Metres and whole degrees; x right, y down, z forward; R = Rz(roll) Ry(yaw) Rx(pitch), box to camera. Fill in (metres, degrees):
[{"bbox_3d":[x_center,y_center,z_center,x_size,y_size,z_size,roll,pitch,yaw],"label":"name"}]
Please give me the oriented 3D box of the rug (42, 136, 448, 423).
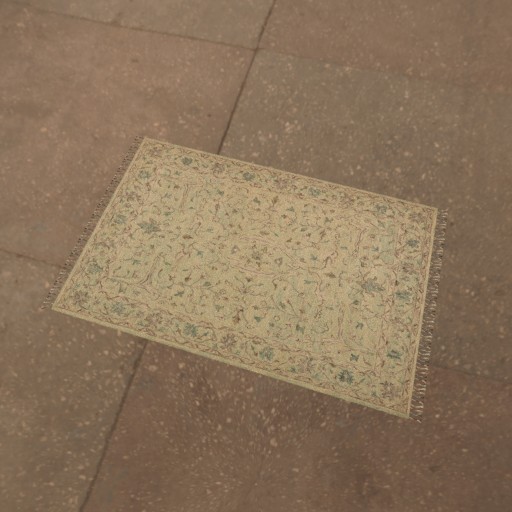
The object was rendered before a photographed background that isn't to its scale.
[{"bbox_3d":[0.000,0.000,3.026,2.435,0.010,1.544,15,64,8],"label":"rug"}]
